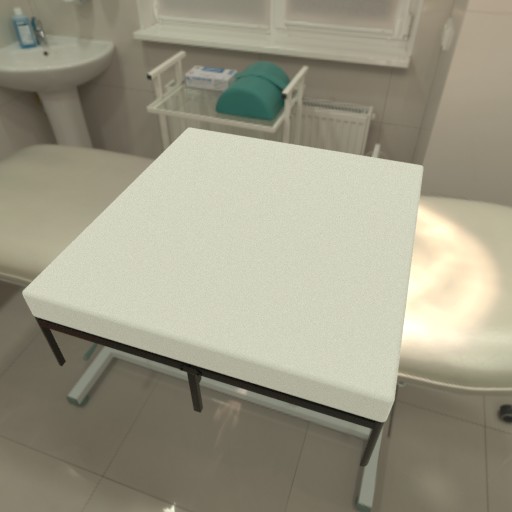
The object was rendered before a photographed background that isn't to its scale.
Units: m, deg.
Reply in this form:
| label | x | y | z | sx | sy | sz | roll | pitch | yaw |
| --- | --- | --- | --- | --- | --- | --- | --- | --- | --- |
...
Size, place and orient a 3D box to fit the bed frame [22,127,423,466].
| label | x | y | z | sx | sy | sz | roll | pitch | yaw |
| --- | --- | --- | --- | --- | --- | --- | --- | --- | --- |
| bed frame | 0.000 | 0.000 | 3.055 | 1.963 | 0.659 | 2.079 | 13 | 44 | 14 |
